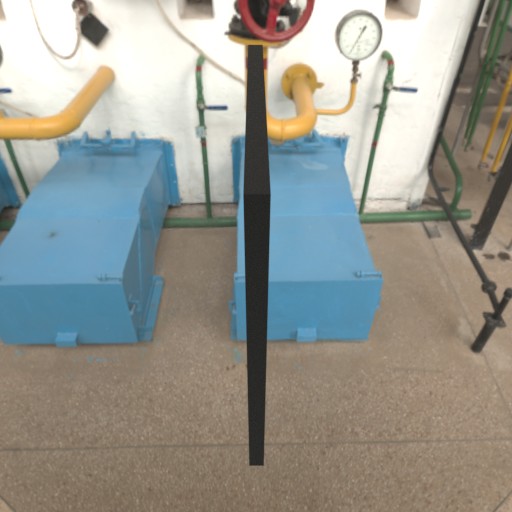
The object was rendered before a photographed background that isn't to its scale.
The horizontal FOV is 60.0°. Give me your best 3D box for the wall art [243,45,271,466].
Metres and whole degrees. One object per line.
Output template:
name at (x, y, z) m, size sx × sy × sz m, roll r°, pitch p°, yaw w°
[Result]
wall art at (0.000, 0.000, 0.696) m, size 0.023 × 0.505 × 0.428 m, roll 0°, pitch 41°, yaw 0°
